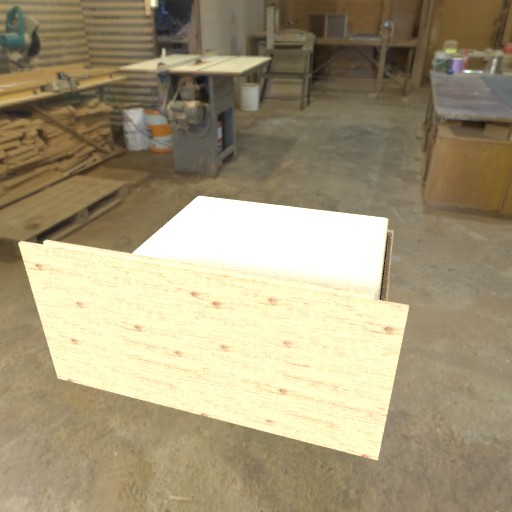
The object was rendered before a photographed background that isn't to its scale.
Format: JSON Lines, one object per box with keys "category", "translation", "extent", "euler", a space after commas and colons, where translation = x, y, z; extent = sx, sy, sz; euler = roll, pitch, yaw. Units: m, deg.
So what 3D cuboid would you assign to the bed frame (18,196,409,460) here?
{"category": "bed frame", "translation": [0.000, 0.000, 3.153], "extent": [1.950, 0.970, 2.080], "euler": [9, 30, 15]}
